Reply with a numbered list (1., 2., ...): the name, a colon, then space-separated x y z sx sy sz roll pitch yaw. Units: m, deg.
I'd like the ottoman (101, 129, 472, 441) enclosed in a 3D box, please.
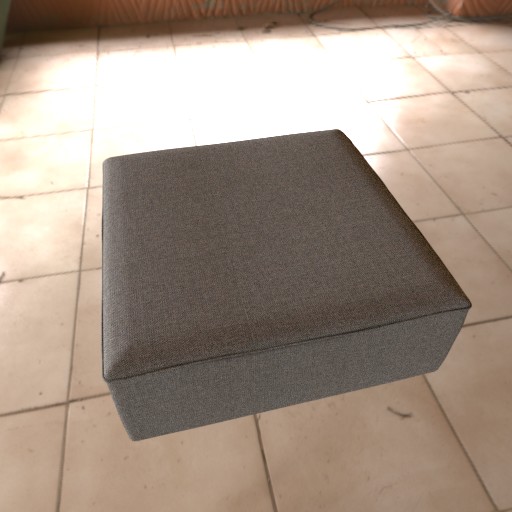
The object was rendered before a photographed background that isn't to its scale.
1. ottoman: 0.000 0.000 1.596 1.023 0.423 1.017 -9 46 -9
